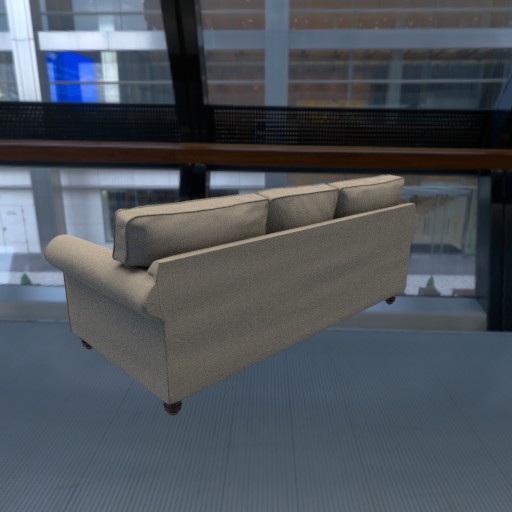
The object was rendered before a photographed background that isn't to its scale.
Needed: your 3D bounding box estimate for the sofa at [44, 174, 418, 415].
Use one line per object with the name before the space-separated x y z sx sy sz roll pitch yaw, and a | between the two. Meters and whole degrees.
sofa | 0.000 0.000 2.663 2.118 0.889 0.998 -15 22 -42
